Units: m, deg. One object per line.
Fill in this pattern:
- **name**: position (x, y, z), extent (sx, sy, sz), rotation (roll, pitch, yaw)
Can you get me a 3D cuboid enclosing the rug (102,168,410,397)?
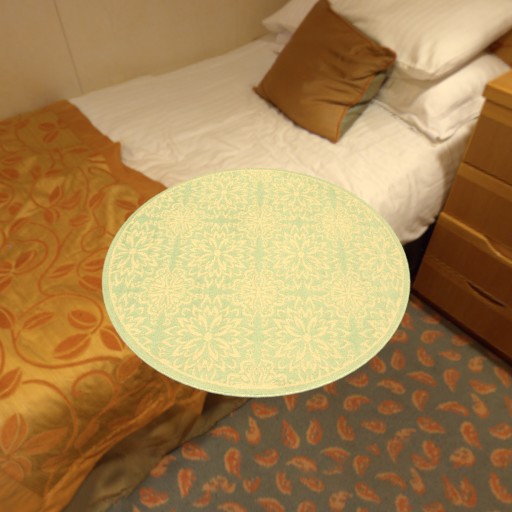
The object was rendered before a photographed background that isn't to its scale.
- **rug**: position (0.000, 0.000, 2.356), extent (1.593, 0.012, 1.593), rotation (0, 46, 0)
